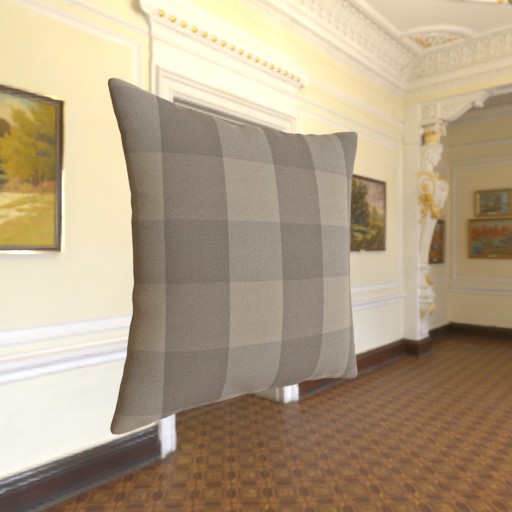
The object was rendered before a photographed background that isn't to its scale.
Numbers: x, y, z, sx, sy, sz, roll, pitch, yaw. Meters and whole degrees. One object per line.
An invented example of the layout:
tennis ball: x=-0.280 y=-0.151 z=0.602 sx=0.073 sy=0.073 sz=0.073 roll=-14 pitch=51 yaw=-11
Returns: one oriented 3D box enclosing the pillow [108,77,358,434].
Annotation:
pillow: x=0.000 y=0.000 z=0.776 sx=0.511 sy=0.509 sz=0.161 roll=0 pitch=1 yaw=-35
